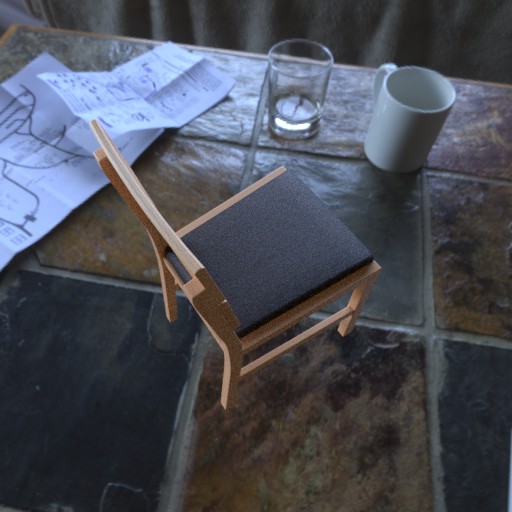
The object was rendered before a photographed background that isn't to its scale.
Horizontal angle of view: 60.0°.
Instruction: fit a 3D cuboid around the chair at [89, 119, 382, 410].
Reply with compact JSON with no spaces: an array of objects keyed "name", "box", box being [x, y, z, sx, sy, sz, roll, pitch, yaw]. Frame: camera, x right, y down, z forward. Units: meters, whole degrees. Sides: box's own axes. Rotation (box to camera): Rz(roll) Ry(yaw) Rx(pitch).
[{"name":"chair","box":[0.000,0.000,1.281,0.560,0.950,0.475,-30,63,-17]}]
